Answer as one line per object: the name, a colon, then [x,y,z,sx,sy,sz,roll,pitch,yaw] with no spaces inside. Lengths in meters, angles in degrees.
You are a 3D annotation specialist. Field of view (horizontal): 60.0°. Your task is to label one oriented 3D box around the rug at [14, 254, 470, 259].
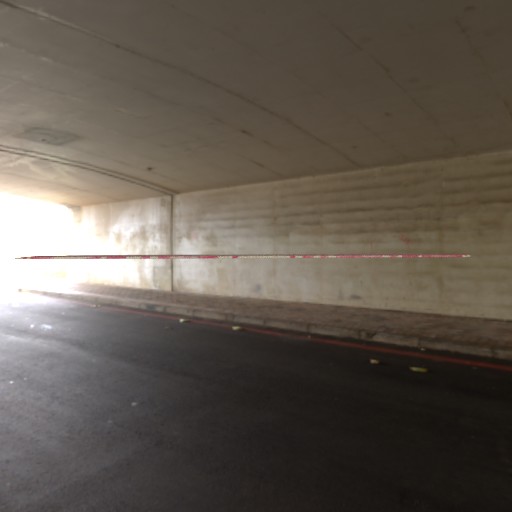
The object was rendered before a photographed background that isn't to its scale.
rug: [0.000,0.000,2.634,2.458,0.011,0.787,0,1,-19]
